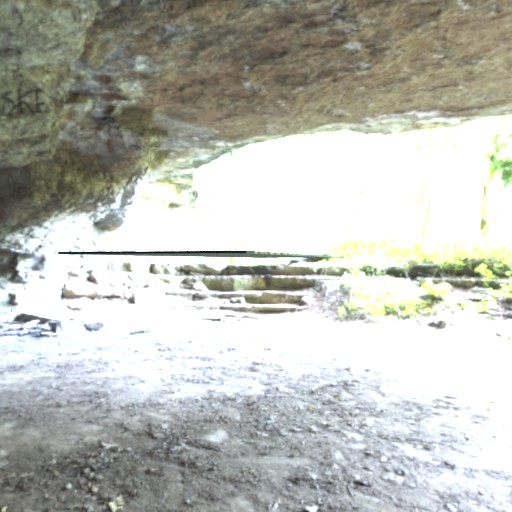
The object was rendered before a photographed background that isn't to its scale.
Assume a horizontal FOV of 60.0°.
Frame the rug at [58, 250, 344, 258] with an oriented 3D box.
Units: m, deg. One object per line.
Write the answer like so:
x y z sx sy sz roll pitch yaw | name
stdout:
0.000 0.000 2.690 0.744 0.010 2.441 0 -1 18 | rug
